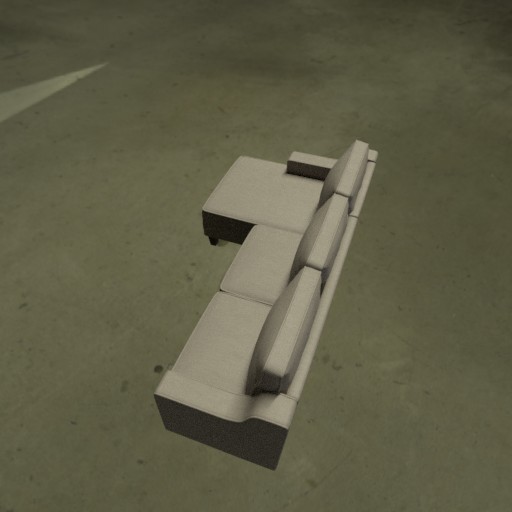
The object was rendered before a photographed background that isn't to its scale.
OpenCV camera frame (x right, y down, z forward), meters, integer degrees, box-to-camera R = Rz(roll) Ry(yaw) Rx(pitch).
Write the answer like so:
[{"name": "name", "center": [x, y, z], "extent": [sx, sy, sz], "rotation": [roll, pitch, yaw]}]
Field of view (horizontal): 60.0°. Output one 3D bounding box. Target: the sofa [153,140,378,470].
[{"name": "sofa", "center": [0.000, 0.000, 3.282], "extent": [1.294, 0.928, 2.561], "rotation": [15, 47, 14]}]
